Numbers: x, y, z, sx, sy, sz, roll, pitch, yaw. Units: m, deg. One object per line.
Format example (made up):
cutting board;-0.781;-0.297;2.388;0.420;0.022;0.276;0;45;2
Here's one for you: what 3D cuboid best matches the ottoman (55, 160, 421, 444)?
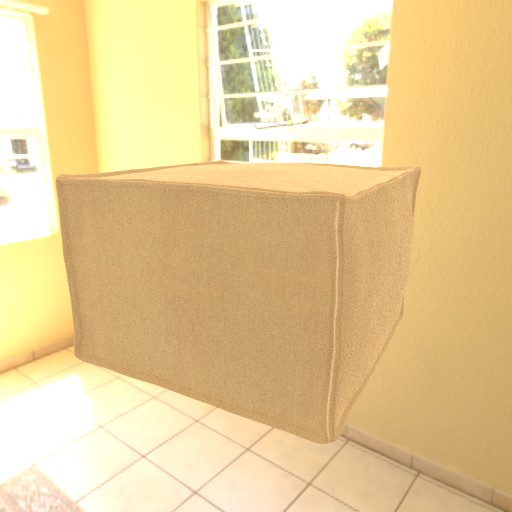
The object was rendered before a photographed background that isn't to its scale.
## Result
ottoman;0.000;0.000;1.157;0.707;0.470;0.696;9;18;28
